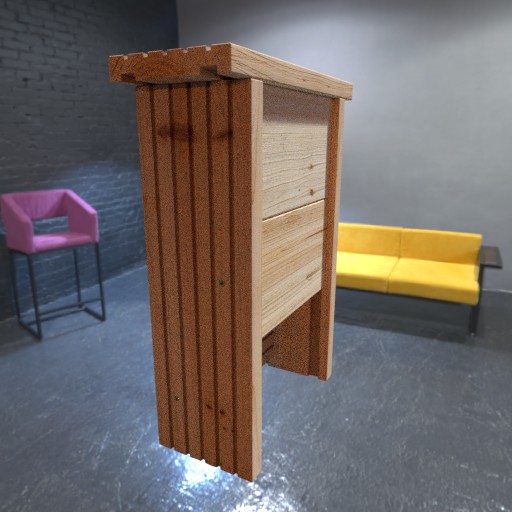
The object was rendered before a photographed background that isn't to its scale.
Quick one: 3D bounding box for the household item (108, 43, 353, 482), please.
[{"bbox_3d":[0.000,0.000,0.529,0.123,0.407,0.301,8,17,28],"label":"household item"}]
